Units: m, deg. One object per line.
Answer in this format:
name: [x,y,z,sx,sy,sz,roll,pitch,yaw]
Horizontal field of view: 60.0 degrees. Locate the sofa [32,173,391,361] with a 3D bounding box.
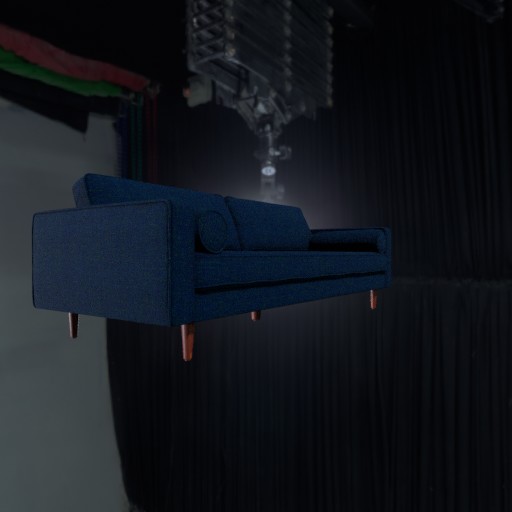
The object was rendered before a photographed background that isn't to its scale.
sofa: [0.000,0.000,2.614,0.914,0.762,2.210,0,0,36]
